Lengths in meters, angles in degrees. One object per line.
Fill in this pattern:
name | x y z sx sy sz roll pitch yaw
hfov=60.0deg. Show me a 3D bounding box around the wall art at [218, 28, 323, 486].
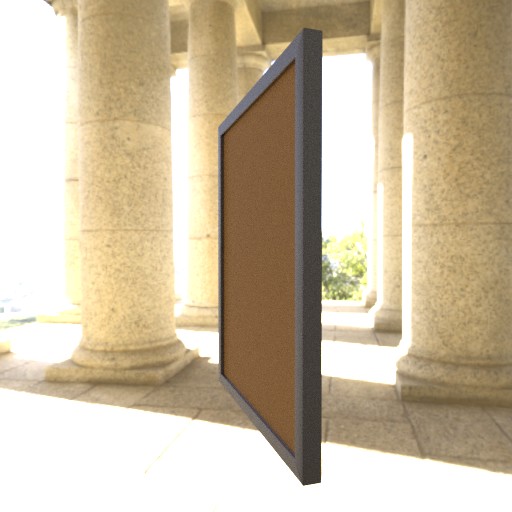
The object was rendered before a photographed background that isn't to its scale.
wall art | 0.000 0.000 0.760 0.029 0.558 0.458 0 1 -18
